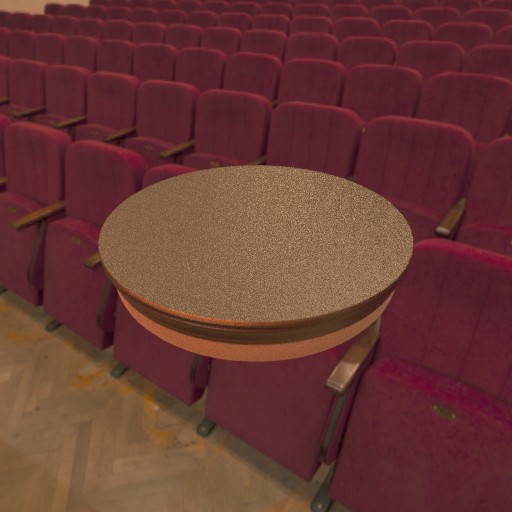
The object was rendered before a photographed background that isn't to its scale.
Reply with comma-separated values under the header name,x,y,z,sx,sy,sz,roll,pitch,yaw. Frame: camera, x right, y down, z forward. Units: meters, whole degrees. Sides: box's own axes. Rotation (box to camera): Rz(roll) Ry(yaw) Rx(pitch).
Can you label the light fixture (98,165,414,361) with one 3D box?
name,x,y,z,sx,sy,sz,roll,pitch,yaw
light fixture,0.000,0.000,0.564,0.368,0.100,0.368,0,33,0
